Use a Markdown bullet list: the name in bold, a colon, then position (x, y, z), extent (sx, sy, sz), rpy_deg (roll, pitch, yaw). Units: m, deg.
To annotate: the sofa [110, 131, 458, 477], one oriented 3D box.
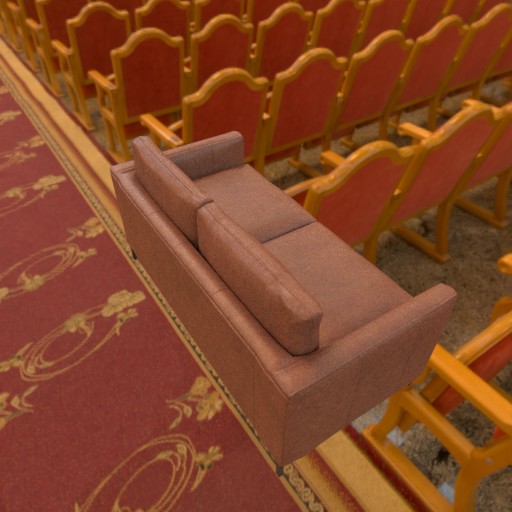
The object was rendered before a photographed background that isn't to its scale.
- **sofa**: position (0.000, 0.000, 2.329), extent (0.899, 0.883, 1.797), rpy_deg (-24, 47, -24)
